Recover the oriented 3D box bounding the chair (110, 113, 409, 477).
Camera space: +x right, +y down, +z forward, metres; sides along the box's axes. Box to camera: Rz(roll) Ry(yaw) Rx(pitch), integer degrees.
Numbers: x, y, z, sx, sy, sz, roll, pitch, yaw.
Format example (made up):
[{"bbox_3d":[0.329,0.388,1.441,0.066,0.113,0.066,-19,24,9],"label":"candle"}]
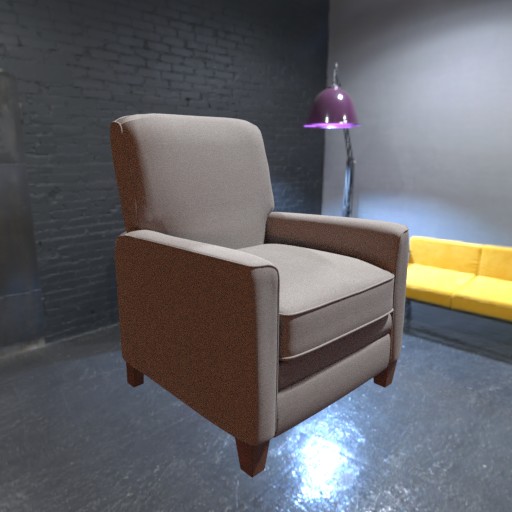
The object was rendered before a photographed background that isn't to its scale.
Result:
[{"bbox_3d":[0.000,0.000,1.635,0.845,1.023,0.859,-13,19,-42],"label":"chair"}]
